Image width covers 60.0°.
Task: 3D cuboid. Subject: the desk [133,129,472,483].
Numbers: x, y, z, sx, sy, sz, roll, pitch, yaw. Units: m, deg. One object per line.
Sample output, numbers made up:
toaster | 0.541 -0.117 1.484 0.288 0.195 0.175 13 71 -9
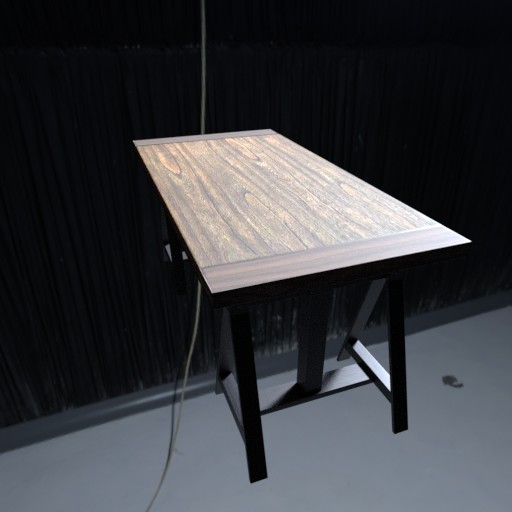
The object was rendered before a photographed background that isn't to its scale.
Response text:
desk | 0.000 0.000 1.944 0.784 0.725 1.543 -10 30 -18
